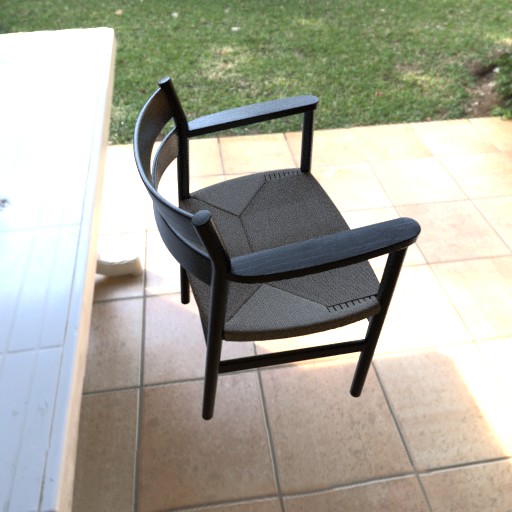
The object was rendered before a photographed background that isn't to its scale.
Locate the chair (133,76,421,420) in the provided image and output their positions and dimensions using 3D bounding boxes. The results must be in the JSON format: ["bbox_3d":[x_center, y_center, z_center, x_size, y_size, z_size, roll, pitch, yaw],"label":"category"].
[{"bbox_3d":[0.000,0.000,1.186,0.508,0.775,0.630,-10,46,-10],"label":"chair"}]
